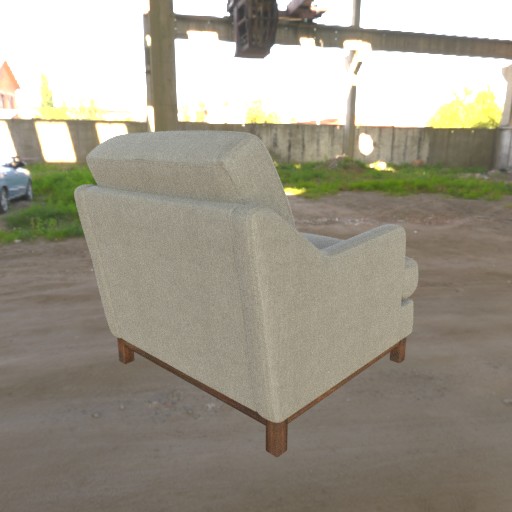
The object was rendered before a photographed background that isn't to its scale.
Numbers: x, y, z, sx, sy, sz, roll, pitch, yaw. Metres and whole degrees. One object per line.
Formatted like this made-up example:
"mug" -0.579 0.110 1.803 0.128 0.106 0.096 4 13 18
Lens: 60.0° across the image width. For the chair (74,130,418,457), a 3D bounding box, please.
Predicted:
"chair" 0.000 0.000 1.538 0.826 0.821 0.892 13 19 41
